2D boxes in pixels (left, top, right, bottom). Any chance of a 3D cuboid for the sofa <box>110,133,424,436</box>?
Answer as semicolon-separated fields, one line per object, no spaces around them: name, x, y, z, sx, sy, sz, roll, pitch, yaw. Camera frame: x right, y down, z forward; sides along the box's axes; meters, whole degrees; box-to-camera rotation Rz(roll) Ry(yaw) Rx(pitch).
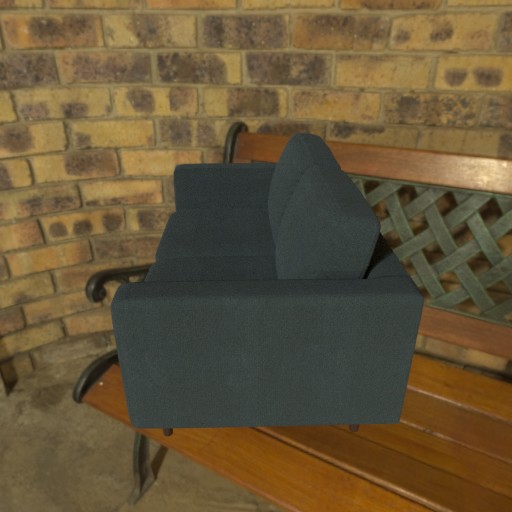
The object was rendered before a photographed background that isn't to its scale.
sofa;0.000;0.000;2.124;0.999;0.930;1.518;-1;27;-1
